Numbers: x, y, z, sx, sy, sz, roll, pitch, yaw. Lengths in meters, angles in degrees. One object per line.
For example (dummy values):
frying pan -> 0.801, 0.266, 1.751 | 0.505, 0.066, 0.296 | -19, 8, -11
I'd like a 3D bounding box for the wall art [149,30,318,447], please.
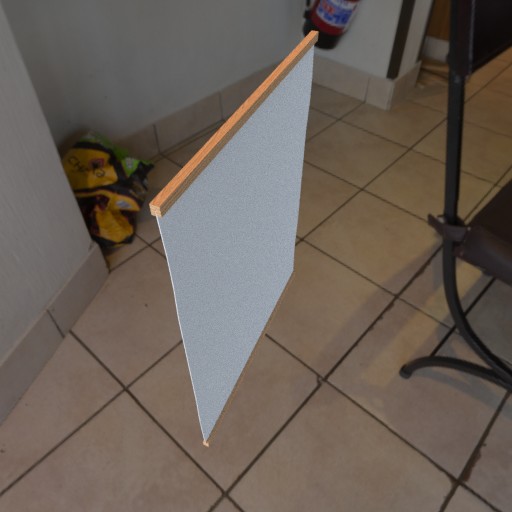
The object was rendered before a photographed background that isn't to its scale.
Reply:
wall art -> 0.000, 0.000, 0.665 | 0.010, 0.507, 0.404 | 18, 49, 16
